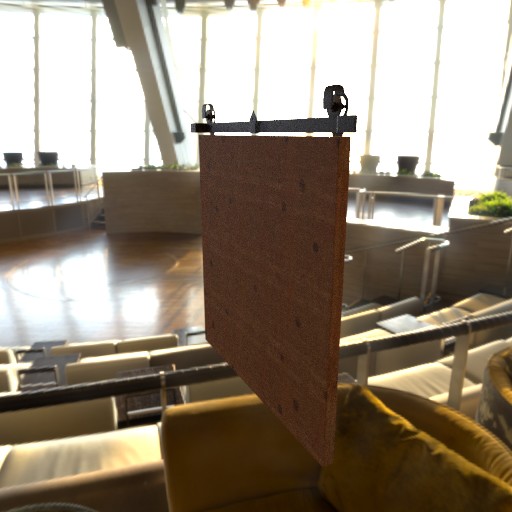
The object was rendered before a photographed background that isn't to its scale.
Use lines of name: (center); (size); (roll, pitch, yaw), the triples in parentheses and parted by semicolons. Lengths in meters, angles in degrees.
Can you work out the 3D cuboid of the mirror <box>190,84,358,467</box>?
mirror: (0.000, 0.000, 1.174); (0.054, 0.800, 0.805); (-8, 17, -26)
